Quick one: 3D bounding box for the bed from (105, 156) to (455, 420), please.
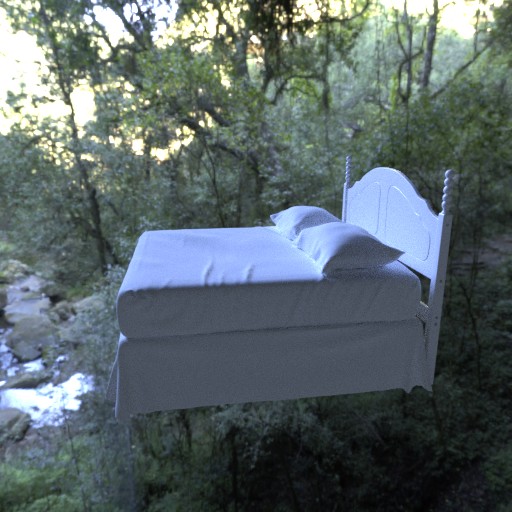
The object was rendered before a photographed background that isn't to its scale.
[{"bbox_3d":[0.000,0.000,3.282,2.040,1.356,1.873,-2,16,-9],"label":"bed"}]
